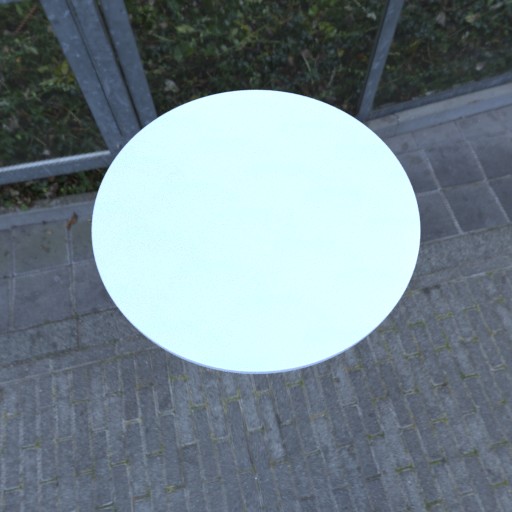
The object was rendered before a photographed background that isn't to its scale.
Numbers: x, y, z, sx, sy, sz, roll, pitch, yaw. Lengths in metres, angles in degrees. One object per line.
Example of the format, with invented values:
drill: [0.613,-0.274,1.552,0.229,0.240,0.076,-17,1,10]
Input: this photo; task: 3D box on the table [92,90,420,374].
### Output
table: [0.000,0.000,0.997,0.600,0.400,0.600,0,63,0]
